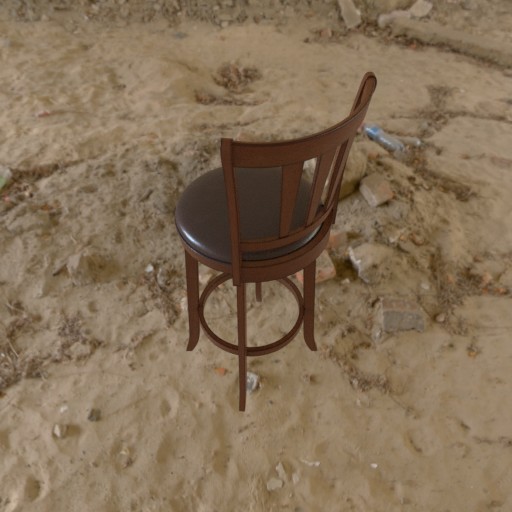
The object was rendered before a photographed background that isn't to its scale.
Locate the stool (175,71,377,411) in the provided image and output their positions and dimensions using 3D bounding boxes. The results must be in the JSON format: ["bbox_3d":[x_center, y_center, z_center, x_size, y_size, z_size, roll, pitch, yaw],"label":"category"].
[{"bbox_3d":[0.000,0.000,1.437,0.464,1.177,0.503,-32,54,-27],"label":"stool"}]
